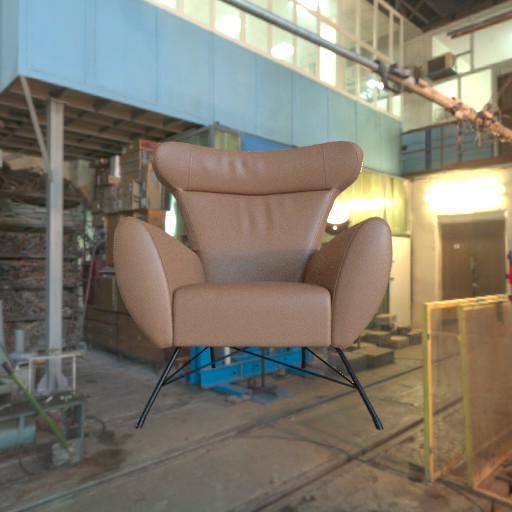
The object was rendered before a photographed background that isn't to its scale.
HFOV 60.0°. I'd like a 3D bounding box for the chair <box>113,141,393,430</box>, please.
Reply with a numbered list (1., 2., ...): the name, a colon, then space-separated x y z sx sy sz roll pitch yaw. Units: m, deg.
1. chair: 0.000 0.000 1.781 0.980 1.050 0.900 0 -1 1
